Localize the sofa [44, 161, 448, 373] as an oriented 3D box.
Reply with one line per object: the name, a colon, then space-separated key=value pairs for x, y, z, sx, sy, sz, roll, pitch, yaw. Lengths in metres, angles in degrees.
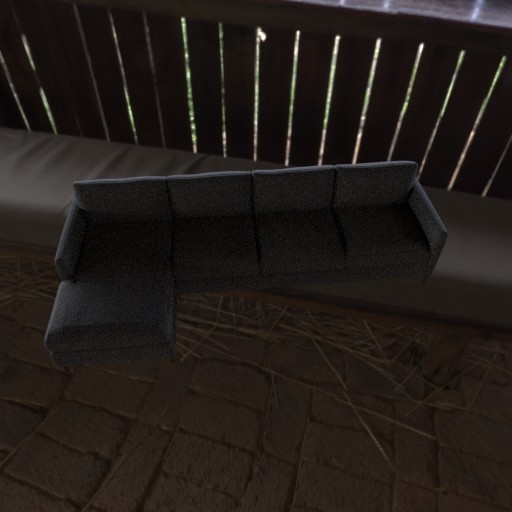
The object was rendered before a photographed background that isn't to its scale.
sofa: x=0.000 y=0.000 z=3.419 sx=2.932 sy=0.810 sz=1.350 roll=-4 pitch=46 yaw=-4
